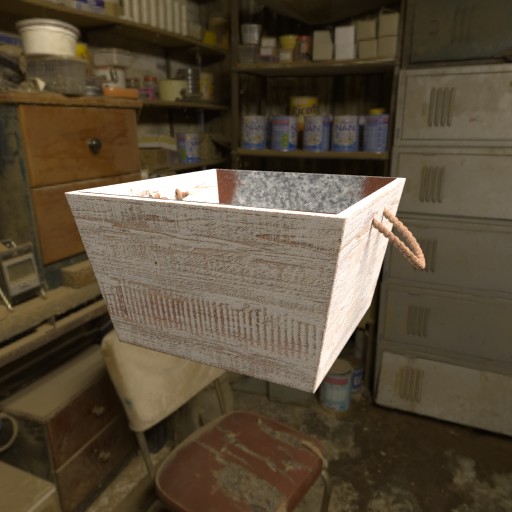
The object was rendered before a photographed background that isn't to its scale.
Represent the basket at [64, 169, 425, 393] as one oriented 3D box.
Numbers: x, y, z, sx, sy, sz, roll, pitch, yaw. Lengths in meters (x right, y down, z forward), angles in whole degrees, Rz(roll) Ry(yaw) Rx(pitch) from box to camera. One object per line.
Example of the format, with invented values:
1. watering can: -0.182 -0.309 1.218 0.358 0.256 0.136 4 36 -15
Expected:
1. basket: 0.000 0.000 0.763 0.545 0.247 0.413 8 18 25
